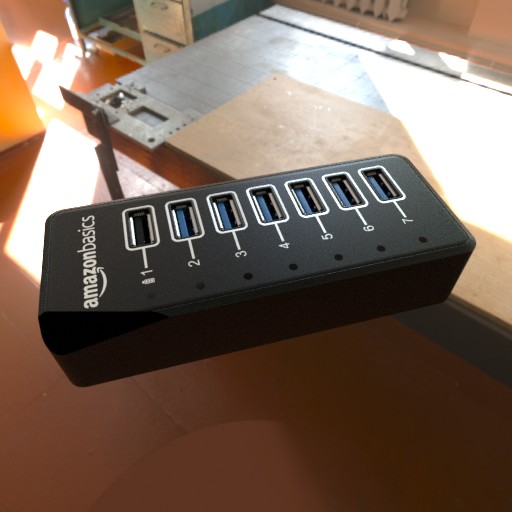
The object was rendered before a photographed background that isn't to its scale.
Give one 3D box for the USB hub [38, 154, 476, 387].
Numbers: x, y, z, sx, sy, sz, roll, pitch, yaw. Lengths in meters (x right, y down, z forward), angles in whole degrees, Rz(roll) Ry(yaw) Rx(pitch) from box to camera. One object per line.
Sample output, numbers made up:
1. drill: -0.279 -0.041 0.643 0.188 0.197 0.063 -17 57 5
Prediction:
1. USB hub: 0.000 0.000 0.127 0.110 0.023 0.044 -11 49 -10
